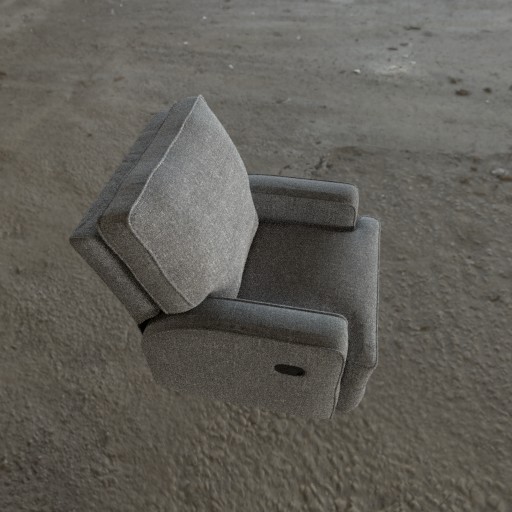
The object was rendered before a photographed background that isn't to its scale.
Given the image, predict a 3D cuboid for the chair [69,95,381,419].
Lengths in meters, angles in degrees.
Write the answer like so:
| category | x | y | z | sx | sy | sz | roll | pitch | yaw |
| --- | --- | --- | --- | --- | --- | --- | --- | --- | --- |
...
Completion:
| category | x | y | z | sx | sy | sz | roll | pitch | yaw |
| --- | --- | --- | --- | --- | --- | --- | --- | --- | --- |
| chair | 0.000 | 0.000 | 1.718 | 0.964 | 0.962 | 0.861 | 9 | 48 | 8 |
